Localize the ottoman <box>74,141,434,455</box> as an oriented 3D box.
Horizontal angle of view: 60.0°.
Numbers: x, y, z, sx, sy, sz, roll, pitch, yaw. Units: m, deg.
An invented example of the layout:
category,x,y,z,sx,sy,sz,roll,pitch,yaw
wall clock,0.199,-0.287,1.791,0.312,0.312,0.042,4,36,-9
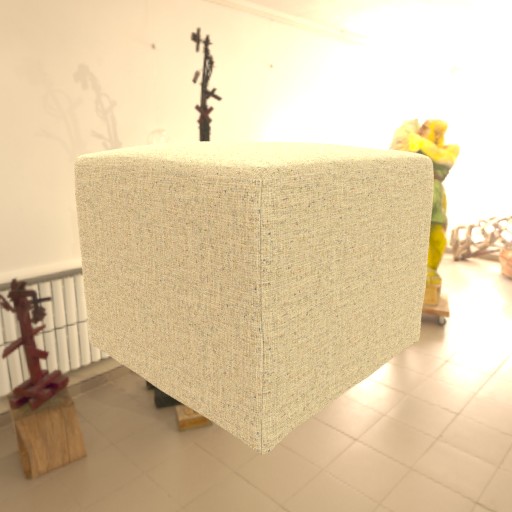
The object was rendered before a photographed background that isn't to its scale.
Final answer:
category,x,y,z,sx,sy,sz,roll,pitch,yaw
ottoman,0.000,0.000,0.905,0.512,0.453,0.521,13,20,42
